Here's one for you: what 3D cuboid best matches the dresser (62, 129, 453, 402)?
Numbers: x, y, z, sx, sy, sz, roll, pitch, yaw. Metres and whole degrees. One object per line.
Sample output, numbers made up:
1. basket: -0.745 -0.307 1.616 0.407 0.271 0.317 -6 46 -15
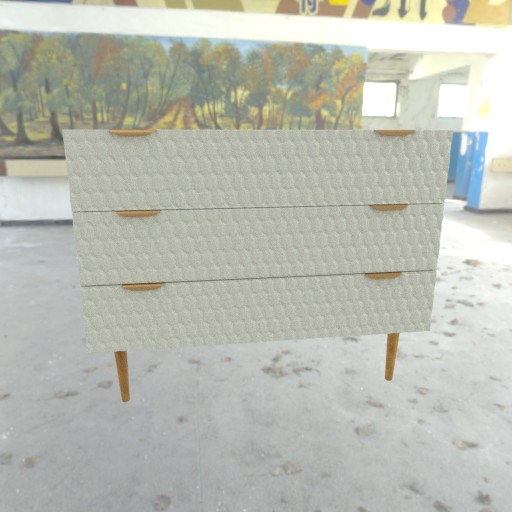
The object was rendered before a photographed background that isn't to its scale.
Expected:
1. dresser: 0.000 0.000 1.321 0.905 0.721 0.457 -2 16 -8
